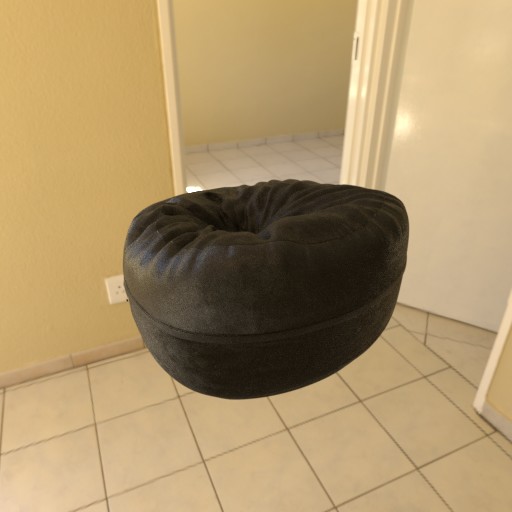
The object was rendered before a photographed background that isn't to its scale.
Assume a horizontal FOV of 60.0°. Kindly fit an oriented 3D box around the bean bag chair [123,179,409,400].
[{"bbox_3d":[0.000,0.000,2.486,1.524,0.878,1.524,-18,35,-29],"label":"bean bag chair"}]
